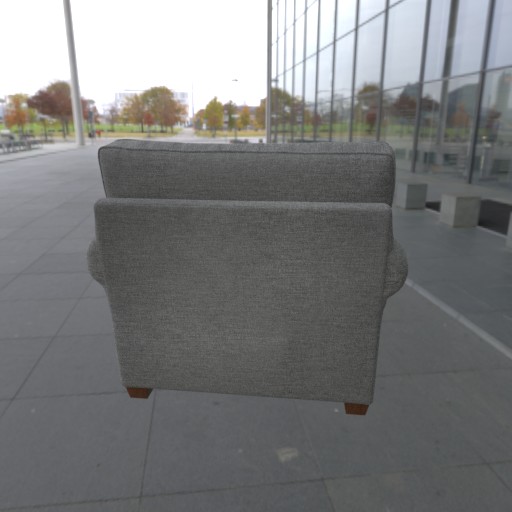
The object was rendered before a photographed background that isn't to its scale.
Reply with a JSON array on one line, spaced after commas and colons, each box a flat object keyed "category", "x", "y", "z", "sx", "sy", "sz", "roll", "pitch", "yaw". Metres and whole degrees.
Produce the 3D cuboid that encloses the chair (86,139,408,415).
[{"category": "chair", "x": 0.000, "y": 0.000, "z": 1.867, "sx": 1.092, "sy": 0.961, "sz": 0.965, "roll": 2, "pitch": 16, "yaw": 7}]
